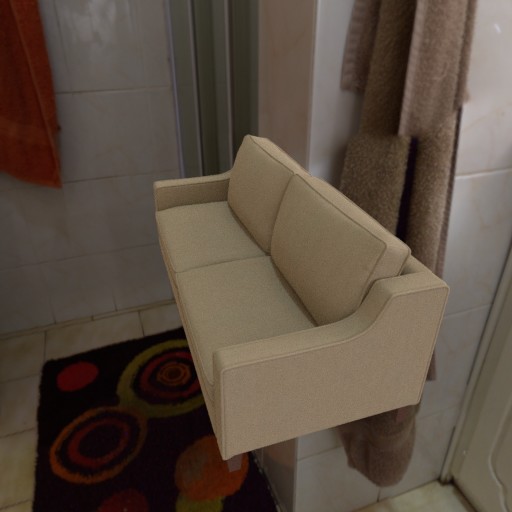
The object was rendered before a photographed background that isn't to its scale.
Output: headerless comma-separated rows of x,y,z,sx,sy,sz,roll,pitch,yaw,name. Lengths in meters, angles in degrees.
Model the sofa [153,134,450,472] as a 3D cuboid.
0.000,0.000,2.837,1.066,1.071,2.178,-9,31,-16,sofa
